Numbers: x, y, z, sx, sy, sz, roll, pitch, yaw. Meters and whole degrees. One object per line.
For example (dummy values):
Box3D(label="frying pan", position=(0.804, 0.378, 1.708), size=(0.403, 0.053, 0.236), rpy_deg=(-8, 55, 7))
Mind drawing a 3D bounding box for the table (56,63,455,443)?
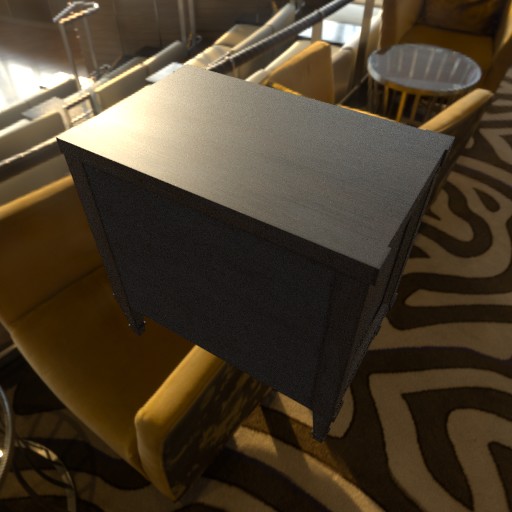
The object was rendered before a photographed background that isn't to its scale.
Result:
Box3D(label="table", position=(0.000, 0.000, 1.095), size=(0.660, 0.660, 0.413), rpy_deg=(24, 50, 22))
